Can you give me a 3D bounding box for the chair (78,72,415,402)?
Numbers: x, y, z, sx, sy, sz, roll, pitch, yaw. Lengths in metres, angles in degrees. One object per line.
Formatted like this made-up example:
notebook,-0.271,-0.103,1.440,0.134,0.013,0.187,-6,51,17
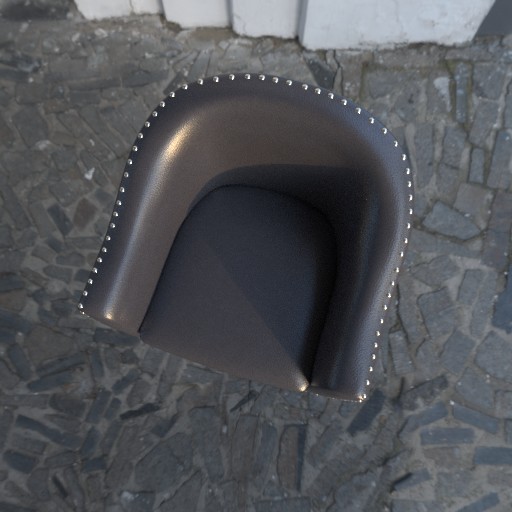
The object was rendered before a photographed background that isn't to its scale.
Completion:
chair,0.000,0.000,1.429,0.794,0.823,0.748,17,74,5
